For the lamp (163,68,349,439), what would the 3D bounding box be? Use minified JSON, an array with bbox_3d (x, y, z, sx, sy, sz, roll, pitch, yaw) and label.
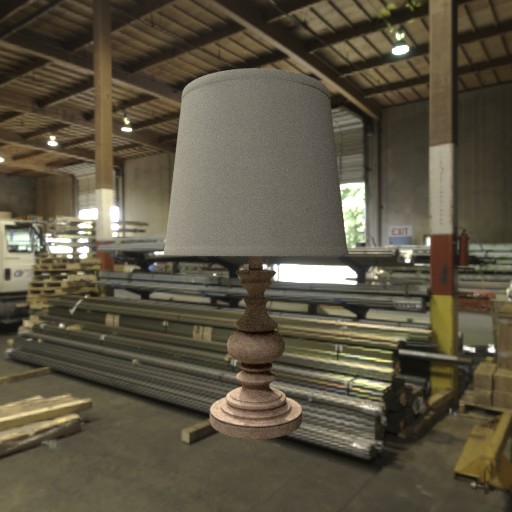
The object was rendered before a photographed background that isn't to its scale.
[{"bbox_3d":[0.000,0.000,0.667,0.273,0.497,0.273,0,1,0],"label":"lamp"}]
